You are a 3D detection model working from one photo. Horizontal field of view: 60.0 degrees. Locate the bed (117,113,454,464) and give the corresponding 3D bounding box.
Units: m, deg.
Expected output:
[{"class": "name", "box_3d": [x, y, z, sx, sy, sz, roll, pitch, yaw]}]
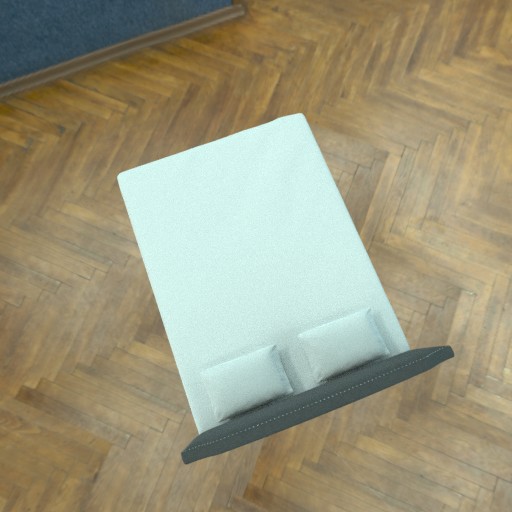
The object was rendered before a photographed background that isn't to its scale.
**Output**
[{"class": "bed", "box_3d": [0.000, 0.000, 2.953, 1.558, 1.270, 1.999, -20, 76, -5]}]
